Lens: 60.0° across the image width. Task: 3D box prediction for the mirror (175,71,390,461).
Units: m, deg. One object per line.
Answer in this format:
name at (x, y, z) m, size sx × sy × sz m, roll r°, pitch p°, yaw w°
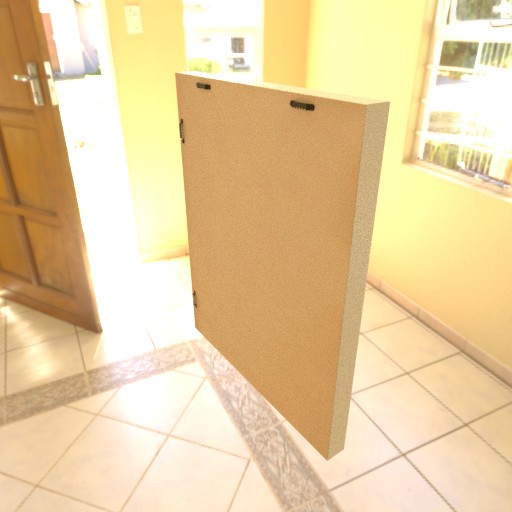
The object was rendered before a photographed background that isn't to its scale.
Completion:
mirror at (0.000, 0.000, 0.696) m, size 0.041 × 0.508 × 0.405 m, roll -18°, pitch 33°, yaw -31°
